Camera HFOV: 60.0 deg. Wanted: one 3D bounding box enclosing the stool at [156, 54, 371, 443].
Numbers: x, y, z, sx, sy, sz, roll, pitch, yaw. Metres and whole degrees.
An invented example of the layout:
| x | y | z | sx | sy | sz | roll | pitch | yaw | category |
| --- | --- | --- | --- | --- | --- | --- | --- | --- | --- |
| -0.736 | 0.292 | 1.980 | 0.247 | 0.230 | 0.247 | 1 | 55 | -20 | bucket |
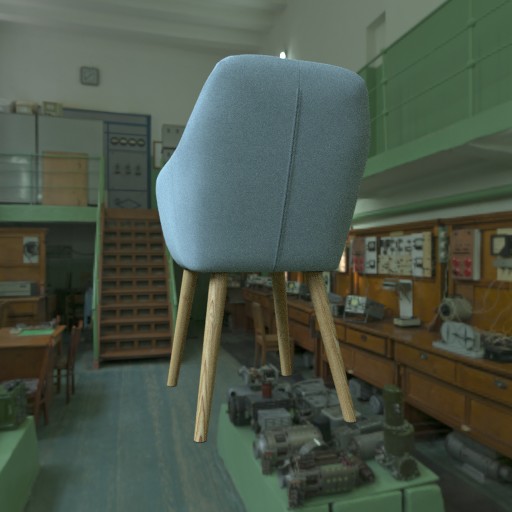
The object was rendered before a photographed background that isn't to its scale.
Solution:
| x | y | z | sx | sy | sz | roll | pitch | yaw | category |
| --- | --- | --- | --- | --- | --- | --- | --- | --- | --- |
| 0.000 | 0.000 | 1.208 | 0.503 | 0.830 | 0.590 | 0 | 0 | -18 | stool |
